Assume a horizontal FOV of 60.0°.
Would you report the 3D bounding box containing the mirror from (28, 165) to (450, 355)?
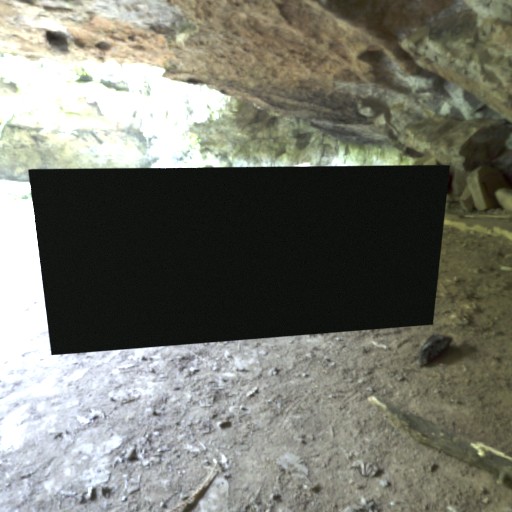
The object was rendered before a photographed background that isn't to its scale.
[{"bbox_3d":[0.000,0.000,1.752,1.584,0.692,0.047,-3,15,-10],"label":"mirror"}]
